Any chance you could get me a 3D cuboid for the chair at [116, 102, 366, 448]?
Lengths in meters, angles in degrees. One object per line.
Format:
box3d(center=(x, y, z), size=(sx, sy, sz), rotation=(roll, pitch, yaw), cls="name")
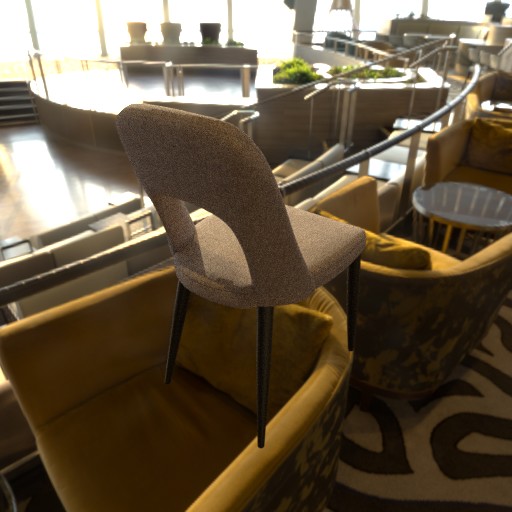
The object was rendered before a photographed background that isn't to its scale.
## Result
box3d(center=(0.000, 0.000, 1.300), size=(0.470, 0.931, 0.612), rotation=(22, 37, 33), cls="chair")
